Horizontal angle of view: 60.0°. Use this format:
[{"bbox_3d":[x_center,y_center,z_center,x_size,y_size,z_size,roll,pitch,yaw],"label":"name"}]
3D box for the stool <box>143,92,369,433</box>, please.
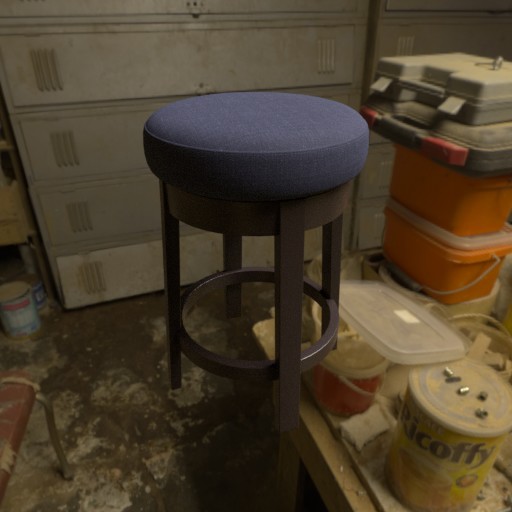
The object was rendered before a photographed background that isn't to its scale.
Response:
[{"bbox_3d":[0.000,0.000,0.997,0.449,0.655,0.449,0,30,0],"label":"stool"}]
